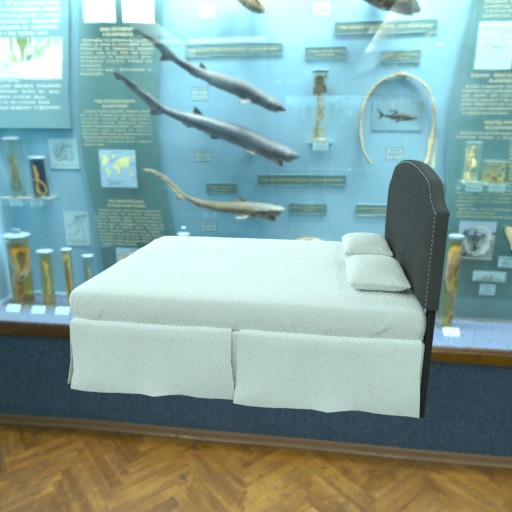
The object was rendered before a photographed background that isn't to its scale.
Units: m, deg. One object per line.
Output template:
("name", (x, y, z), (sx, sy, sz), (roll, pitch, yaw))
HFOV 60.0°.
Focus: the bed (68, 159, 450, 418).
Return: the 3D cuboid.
("bed", (0.000, 0.000, 2.969), (1.999, 1.270, 1.558), (2, 15, 9))
